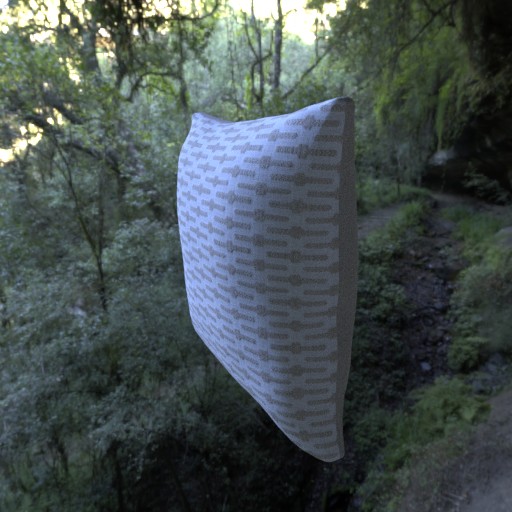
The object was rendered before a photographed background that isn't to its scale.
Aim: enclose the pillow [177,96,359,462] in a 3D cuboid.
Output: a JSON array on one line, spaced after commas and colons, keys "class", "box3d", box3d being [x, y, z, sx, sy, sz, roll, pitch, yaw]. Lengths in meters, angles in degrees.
[{"class": "pillow", "box3d": [0.000, 0.000, 0.770, 0.219, 0.491, 0.496, -8, 17, -25]}]
